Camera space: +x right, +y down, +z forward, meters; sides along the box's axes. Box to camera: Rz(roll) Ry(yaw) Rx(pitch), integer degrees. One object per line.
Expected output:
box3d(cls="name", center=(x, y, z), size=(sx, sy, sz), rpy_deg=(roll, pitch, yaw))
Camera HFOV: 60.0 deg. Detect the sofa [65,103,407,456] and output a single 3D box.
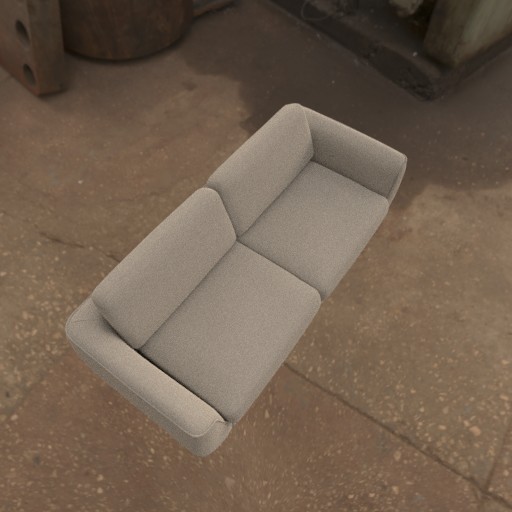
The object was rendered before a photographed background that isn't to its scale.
box3d(cls="sofa", center=(0.000, 0.000, 2.504), size=(0.920, 0.850, 2.000), rpy_deg=(31, 63, 18))
